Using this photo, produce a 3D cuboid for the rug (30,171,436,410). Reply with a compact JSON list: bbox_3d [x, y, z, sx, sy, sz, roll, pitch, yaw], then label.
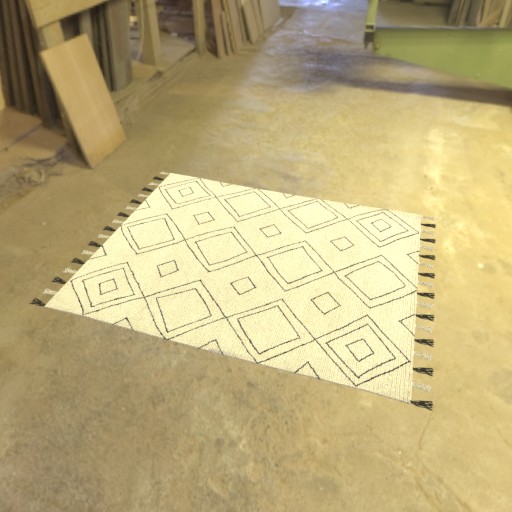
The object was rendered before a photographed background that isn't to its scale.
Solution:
[{"bbox_3d":[0.000,0.000,4.173,3.221,0.026,2.342,12,41,14],"label":"rug"}]
